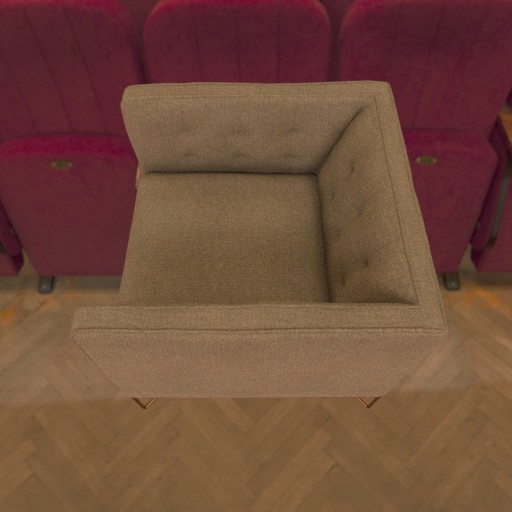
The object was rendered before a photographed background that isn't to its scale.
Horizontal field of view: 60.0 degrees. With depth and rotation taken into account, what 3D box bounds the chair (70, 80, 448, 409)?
[{"bbox_3d":[0.000,0.000,1.585,0.912,0.799,0.920,0,59,0],"label":"chair"}]
